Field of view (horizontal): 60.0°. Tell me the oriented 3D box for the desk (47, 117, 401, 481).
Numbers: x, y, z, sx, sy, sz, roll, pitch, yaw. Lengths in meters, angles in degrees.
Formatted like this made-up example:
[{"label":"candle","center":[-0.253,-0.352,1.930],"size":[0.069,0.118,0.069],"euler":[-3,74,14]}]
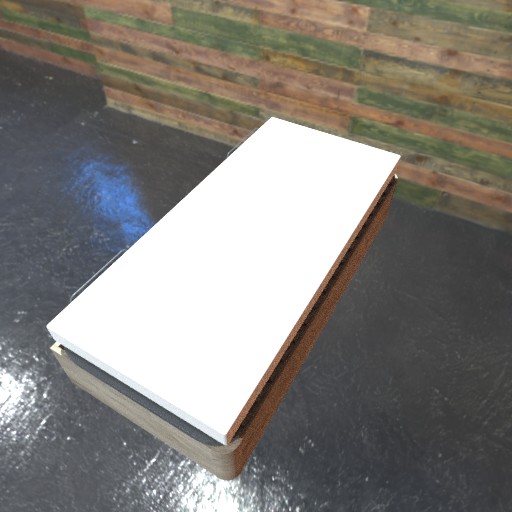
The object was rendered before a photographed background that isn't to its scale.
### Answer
[{"label":"desk","center":[0.000,0.000,2.309],"size":[0.900,0.455,1.900],"euler":[23,51,20]}]
